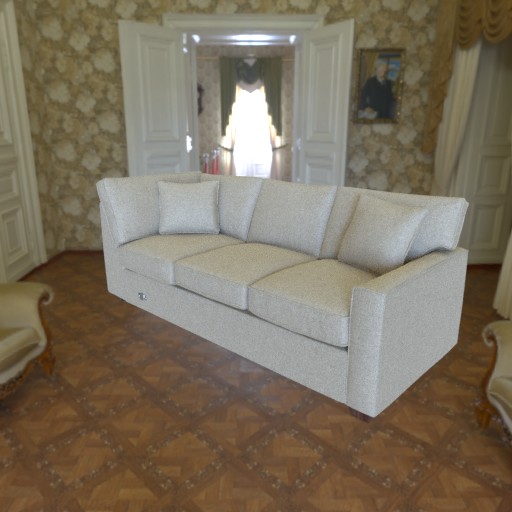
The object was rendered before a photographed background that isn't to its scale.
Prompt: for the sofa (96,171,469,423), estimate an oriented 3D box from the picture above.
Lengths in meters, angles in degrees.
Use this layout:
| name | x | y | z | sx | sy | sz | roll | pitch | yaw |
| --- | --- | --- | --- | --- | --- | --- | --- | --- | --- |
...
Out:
| name | x | y | z | sx | sy | sz | roll | pitch | yaw |
| --- | --- | --- | --- | --- | --- | --- | --- | --- | --- |
| sofa | 0.000 | 0.000 | 2.911 | 2.323 | 0.948 | 1.053 | 14 | 21 | 42 |
